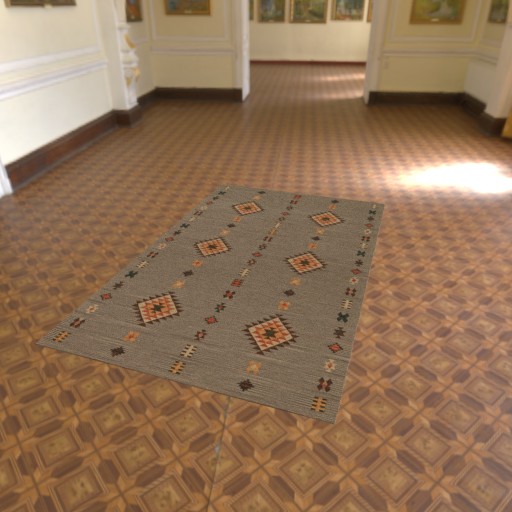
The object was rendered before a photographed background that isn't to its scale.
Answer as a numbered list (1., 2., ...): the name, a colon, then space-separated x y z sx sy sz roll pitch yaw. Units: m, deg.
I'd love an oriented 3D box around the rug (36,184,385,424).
1. rug: 0.000 0.000 3.016 1.515 0.007 2.427 10 31 16
